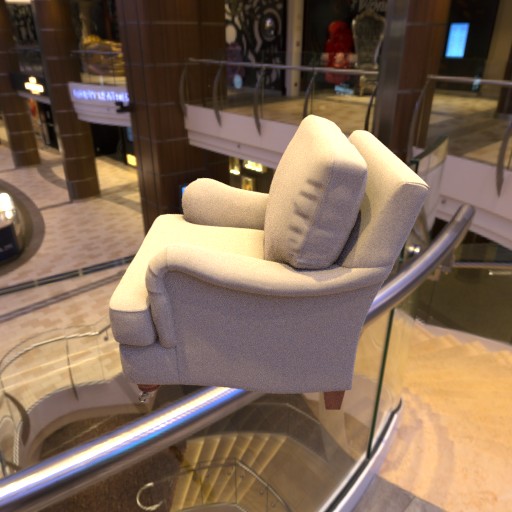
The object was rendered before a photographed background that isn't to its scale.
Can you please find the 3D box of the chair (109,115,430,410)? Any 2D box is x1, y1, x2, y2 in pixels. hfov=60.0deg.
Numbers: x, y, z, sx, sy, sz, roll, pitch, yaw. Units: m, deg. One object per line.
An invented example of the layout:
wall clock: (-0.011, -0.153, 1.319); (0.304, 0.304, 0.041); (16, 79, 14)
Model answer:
chair: (0.000, 0.000, 1.917); (1.078, 1.076, 0.895); (0, 27, 1)
